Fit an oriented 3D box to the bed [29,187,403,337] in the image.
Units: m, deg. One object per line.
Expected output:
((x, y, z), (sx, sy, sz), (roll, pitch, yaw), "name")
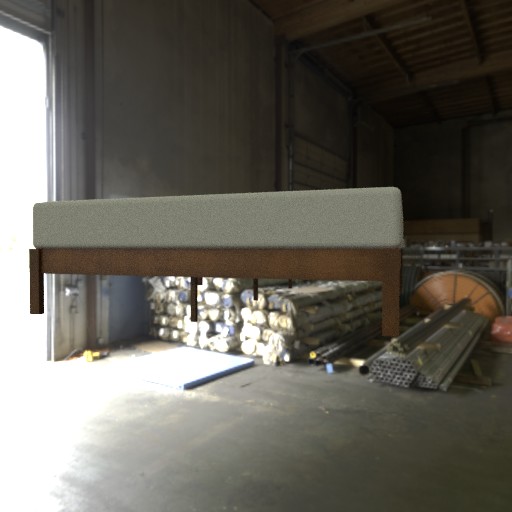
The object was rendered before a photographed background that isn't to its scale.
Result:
((0.000, 0.000, 3.078), (1.930, 0.616, 2.049), (0, 1, 19), "bed")
